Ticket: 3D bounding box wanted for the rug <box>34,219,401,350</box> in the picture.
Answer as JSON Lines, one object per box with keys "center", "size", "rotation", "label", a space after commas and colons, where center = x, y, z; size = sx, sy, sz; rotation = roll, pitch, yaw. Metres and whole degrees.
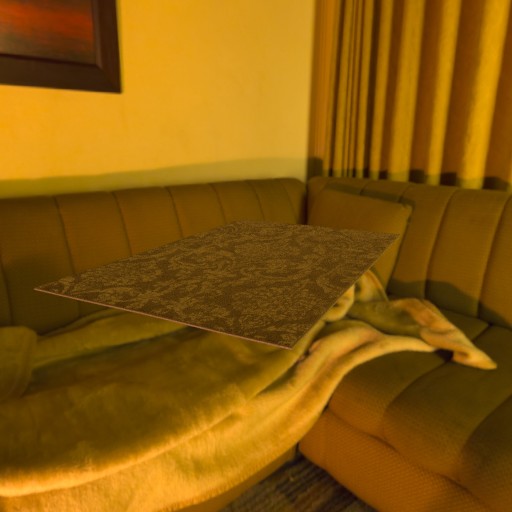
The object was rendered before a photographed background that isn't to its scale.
{"center": [0.000, 0.000, 2.415], "size": [1.206, 0.012, 1.824], "rotation": [8, 17, 27], "label": "rug"}
